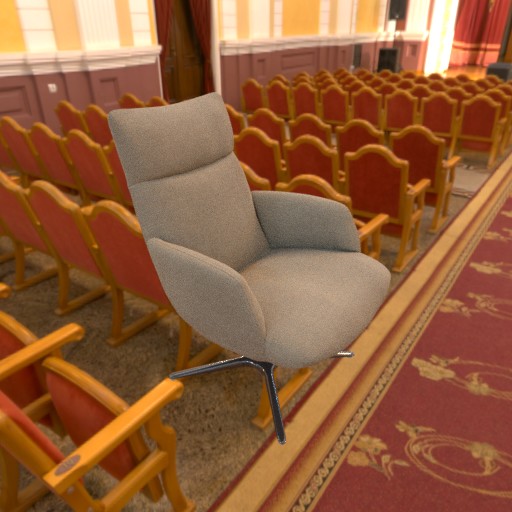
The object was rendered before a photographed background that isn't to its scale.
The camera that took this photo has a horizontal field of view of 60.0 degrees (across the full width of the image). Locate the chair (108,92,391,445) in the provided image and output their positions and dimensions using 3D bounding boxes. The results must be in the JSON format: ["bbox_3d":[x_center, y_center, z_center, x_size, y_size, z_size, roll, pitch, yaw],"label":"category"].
[{"bbox_3d":[0.000,0.000,1.614,0.889,1.016,0.711,19,33,31],"label":"chair"}]
